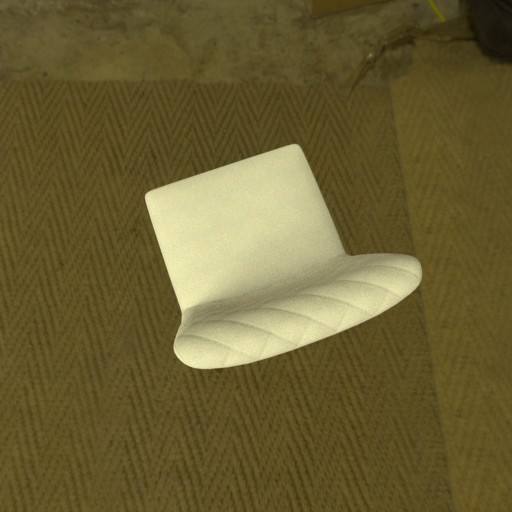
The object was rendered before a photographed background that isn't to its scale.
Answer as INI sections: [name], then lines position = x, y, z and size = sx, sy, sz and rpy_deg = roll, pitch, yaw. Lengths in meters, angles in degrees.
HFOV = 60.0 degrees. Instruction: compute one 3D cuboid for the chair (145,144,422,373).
[chair]
position = 0.000, 0.000, 1.263
size = 0.503, 0.933, 0.597
rpy_deg = -19, 75, -5
